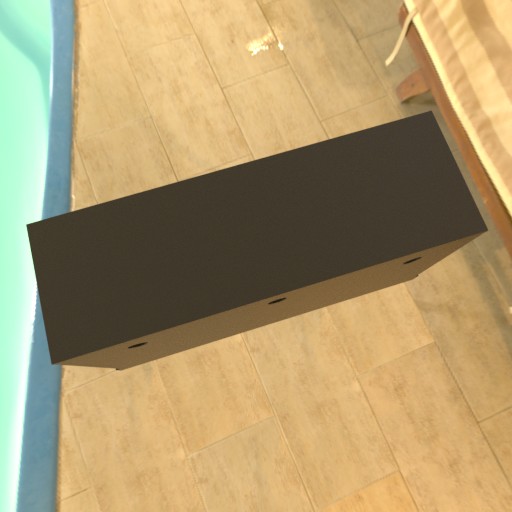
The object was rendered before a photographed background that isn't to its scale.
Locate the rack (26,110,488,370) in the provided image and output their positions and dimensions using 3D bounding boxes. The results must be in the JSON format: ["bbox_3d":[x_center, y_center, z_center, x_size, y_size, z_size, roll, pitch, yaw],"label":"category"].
[{"bbox_3d":[0.000,0.000,1.492,1.206,0.635,0.399,-17,75,-4],"label":"rack"}]
